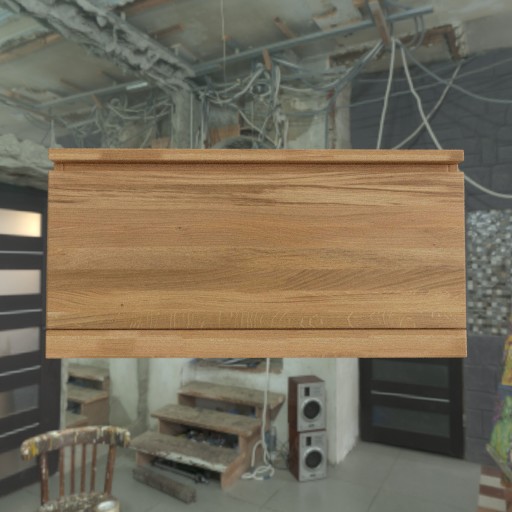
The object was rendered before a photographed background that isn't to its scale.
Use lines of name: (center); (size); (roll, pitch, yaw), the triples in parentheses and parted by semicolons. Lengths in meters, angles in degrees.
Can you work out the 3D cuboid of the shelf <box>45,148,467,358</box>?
shelf: (0.000, 0.000, 1.046); (0.800, 0.400, 0.400); (0, -2, -1)
